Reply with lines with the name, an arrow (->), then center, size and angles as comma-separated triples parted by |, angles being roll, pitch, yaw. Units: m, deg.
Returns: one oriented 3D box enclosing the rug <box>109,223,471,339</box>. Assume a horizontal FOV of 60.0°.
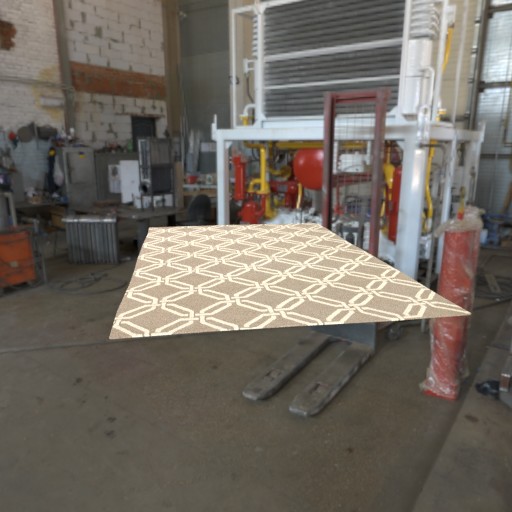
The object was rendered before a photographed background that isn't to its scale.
rug -> 0.000, 0.000, 2.174 | 1.142, 0.010, 1.748 | -2, 14, -9
